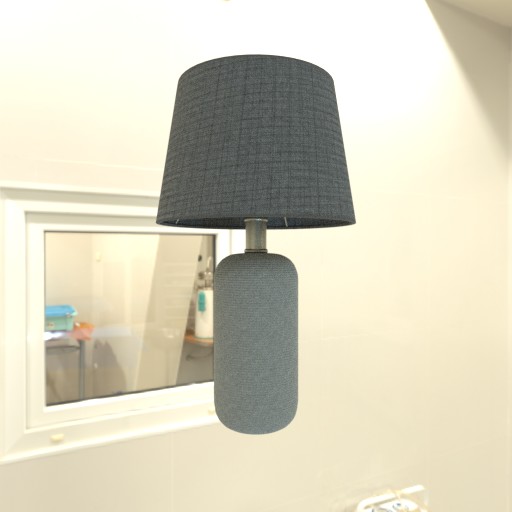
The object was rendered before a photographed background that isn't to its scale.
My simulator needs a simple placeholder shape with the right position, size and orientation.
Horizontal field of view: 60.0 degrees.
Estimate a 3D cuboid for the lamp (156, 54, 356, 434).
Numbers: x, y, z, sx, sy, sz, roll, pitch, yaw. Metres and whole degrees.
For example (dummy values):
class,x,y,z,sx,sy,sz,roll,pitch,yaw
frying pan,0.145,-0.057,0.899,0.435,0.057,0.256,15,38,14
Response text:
class,x,y,z,sx,sy,sz,roll,pitch,yaw
lamp,0.000,0.000,0.570,0.251,0.429,0.251,0,0,0
